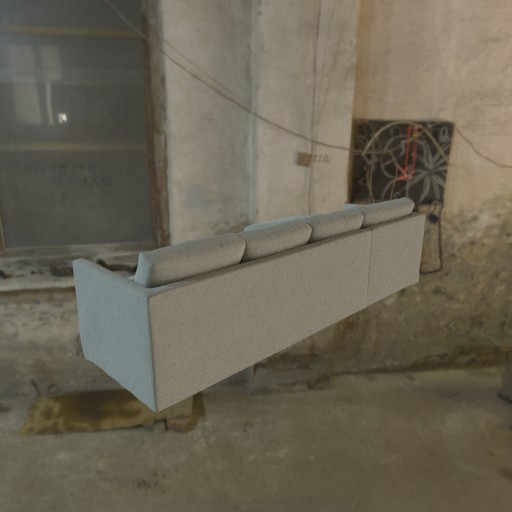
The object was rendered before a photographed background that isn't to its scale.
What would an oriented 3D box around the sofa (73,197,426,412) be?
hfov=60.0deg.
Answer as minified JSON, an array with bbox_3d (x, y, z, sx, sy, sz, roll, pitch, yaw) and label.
[{"bbox_3d":[0.000,0.000,3.979,3.205,0.922,1.650,-15,22,-42],"label":"sofa"}]
